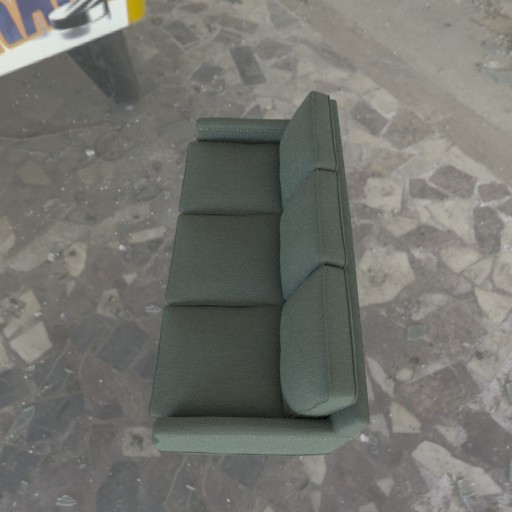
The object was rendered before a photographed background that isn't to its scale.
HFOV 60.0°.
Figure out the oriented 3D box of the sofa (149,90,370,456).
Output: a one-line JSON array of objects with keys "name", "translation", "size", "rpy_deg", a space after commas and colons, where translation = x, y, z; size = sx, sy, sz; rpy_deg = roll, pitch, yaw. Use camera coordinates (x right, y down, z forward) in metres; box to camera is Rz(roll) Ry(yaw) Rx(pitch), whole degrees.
[{"name": "sofa", "translation": [0.000, 0.000, 2.814], "size": [1.084, 1.003, 2.246], "rpy_deg": [1, 58, 1]}]
